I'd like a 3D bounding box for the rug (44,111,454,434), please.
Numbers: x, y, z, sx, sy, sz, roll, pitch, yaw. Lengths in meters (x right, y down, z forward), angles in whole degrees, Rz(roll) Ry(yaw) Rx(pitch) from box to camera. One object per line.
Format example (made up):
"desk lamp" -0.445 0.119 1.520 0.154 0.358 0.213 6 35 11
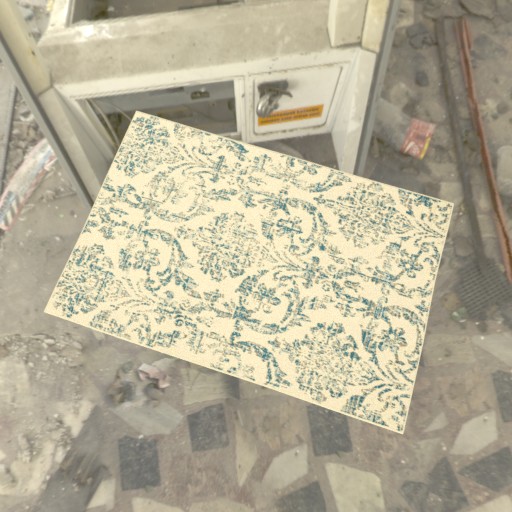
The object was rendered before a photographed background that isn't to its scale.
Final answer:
"rug" 0.000 0.000 2.289 1.831 0.012 1.213 17 75 5
